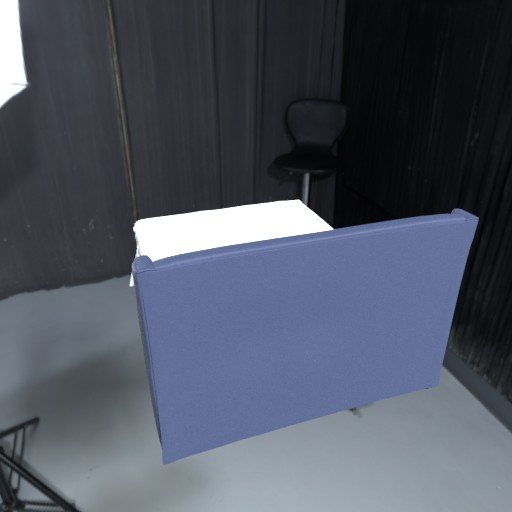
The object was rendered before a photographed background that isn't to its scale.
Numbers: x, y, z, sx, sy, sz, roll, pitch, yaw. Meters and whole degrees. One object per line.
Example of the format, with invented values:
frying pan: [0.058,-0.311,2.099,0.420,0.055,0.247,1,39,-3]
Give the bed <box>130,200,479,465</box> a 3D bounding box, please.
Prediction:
bed: [0.000,0.000,3.460,1.925,1.332,2.276,-9,29,-17]
